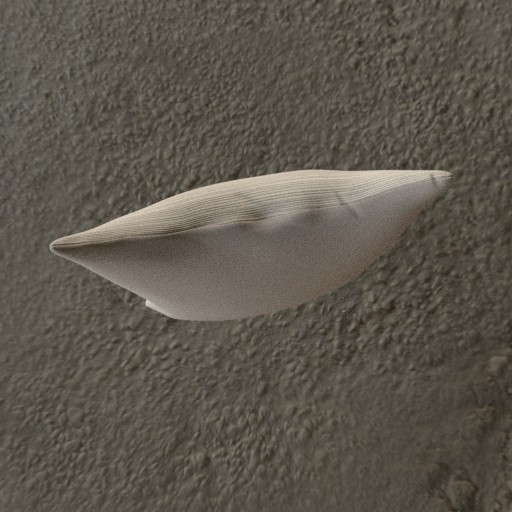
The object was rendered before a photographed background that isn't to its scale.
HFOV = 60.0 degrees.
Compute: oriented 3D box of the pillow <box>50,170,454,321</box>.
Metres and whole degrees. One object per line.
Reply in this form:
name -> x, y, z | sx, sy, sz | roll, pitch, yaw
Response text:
pillow -> 0.000, 0.000, 0.785 | 0.512, 0.497, 0.204 | -10, 76, -3
